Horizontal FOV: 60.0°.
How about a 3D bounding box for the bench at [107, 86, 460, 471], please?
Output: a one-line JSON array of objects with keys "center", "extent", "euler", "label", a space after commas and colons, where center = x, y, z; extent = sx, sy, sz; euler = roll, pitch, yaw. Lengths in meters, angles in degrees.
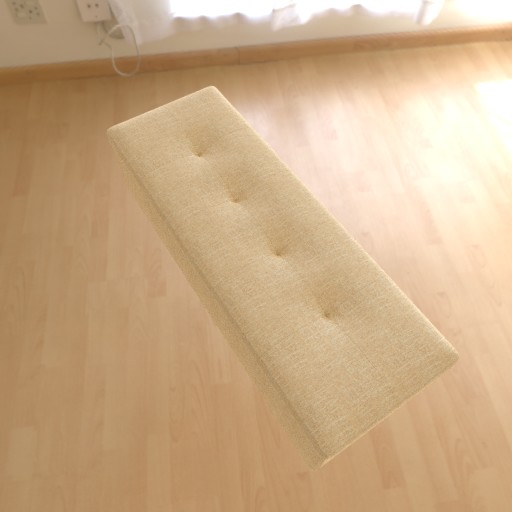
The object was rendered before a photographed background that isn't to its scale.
[{"center": [0.000, 0.000, 1.437], "extent": [0.432, 0.406, 1.219], "euler": [-29, 63, -16], "label": "bench"}]
